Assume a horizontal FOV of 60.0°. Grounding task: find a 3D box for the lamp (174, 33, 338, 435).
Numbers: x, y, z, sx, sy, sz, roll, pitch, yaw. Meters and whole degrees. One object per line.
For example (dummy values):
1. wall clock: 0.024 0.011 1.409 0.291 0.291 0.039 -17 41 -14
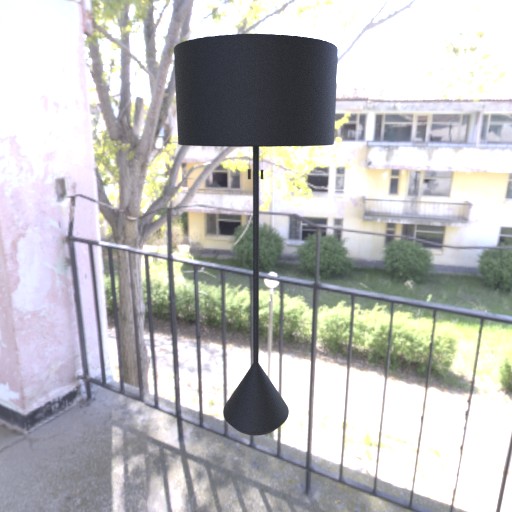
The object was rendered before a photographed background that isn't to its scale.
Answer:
1. lamp: 0.000 0.000 1.791 0.580 1.526 0.580 8 18 27
